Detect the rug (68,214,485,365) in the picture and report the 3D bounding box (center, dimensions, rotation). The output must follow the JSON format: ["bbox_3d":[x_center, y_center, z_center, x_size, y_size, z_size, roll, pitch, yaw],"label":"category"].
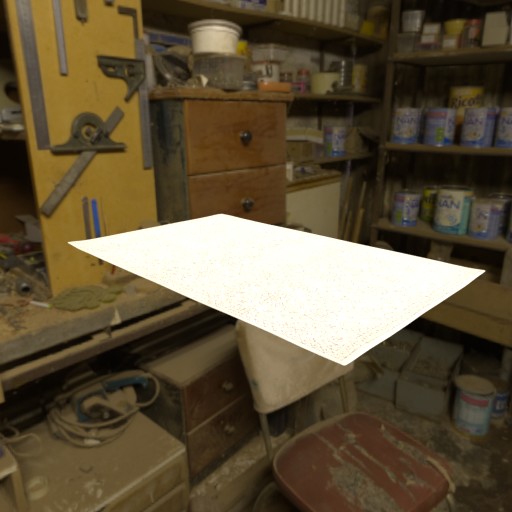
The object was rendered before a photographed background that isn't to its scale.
[{"bbox_3d":[0.000,0.000,2.988,2.434,0.023,1.518,16,23,42],"label":"rug"}]
